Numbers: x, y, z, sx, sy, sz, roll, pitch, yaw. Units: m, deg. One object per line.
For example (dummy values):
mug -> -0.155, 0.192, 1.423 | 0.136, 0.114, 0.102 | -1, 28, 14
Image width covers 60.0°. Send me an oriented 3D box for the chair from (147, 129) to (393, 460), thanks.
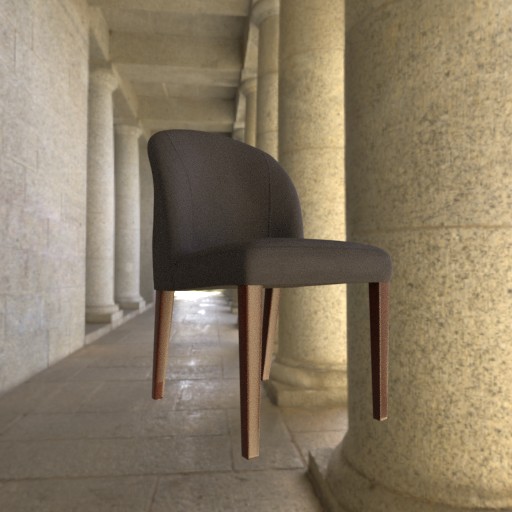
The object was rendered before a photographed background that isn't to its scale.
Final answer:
chair -> 0.000, 0.000, 1.295 | 0.506, 0.879, 0.619 | 1, -2, -35
